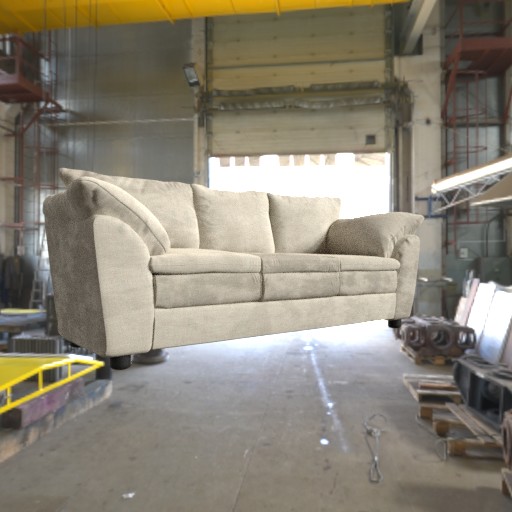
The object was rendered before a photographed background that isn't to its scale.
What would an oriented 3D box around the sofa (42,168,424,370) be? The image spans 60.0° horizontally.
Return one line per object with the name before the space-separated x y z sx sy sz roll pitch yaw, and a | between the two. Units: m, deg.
sofa | 0.000 0.000 2.747 2.377 0.981 0.893 1 -1 -37
